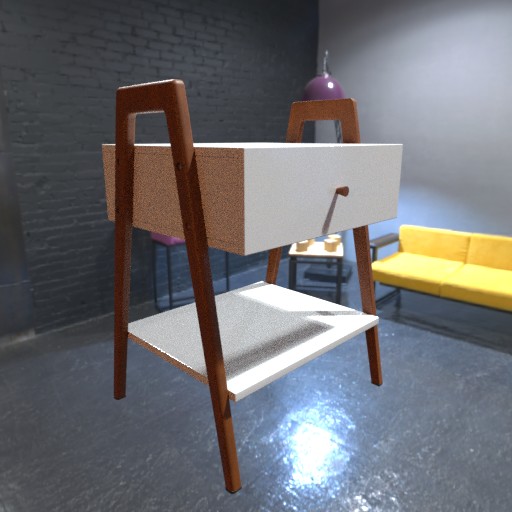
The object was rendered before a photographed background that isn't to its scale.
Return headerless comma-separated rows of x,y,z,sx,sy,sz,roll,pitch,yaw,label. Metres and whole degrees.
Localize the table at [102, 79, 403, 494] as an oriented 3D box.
0.000,0.000,0.880,0.457,0.610,0.405,-14,21,-43,table
